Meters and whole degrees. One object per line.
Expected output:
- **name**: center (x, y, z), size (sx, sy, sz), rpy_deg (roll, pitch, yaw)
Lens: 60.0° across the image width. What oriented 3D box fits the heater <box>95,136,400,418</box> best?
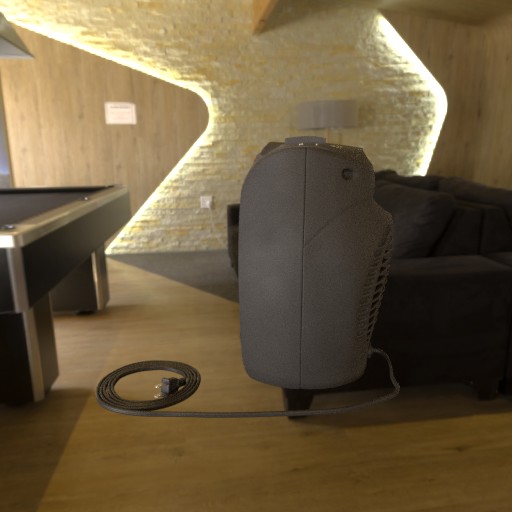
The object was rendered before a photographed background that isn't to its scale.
- **heater**: center (0.000, 0.000, 0.461), size (0.291, 0.240, 0.239), rpy_deg (2, 13, 8)
